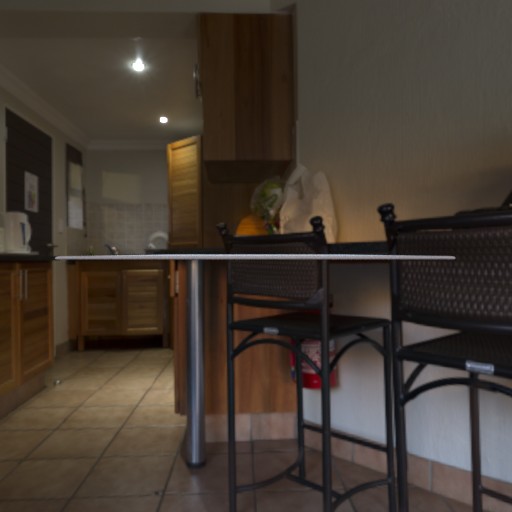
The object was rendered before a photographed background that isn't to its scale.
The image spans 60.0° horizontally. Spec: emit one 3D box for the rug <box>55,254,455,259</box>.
[{"bbox_3d":[0.000,0.000,2.718,1.517,0.013,2.115,0,0,0],"label":"rug"}]
